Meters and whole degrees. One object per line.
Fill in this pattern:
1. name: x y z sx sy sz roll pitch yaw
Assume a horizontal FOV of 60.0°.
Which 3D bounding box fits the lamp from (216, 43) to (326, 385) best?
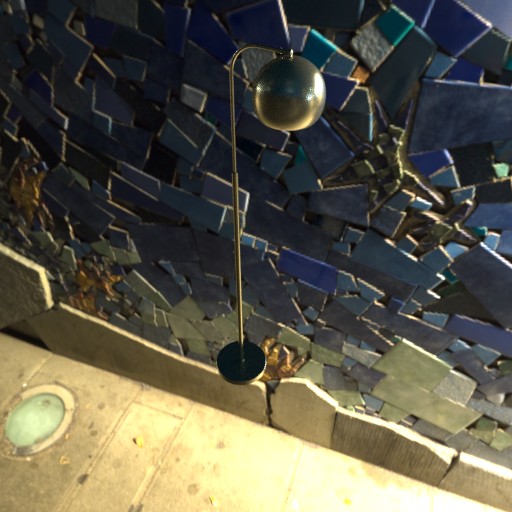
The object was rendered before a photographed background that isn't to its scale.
1. lamp: 0.000 0.000 1.704 0.431 1.526 0.250 25 46 27
